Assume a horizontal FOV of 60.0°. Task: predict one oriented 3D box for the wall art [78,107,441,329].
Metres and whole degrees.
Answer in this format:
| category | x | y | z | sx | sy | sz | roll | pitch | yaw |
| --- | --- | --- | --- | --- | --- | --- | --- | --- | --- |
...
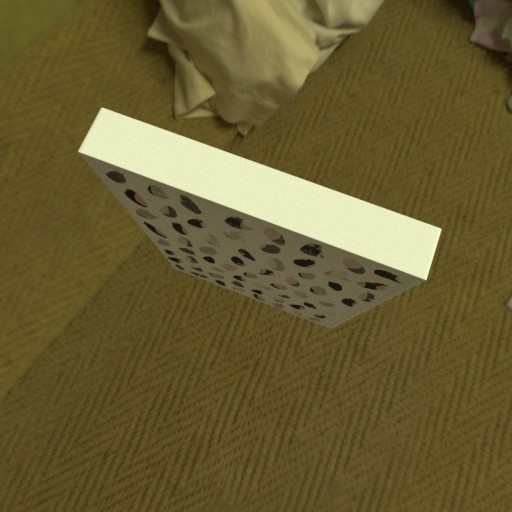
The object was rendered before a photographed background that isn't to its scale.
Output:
| category | x | y | z | sx | sy | sz | roll | pitch | yaw |
| --- | --- | --- | --- | --- | --- | --- | --- | --- | --- |
| wall art | 0.000 | 0.000 | 0.488 | 0.252 | 0.381 | 0.039 | 21 | 77 | 5 |
